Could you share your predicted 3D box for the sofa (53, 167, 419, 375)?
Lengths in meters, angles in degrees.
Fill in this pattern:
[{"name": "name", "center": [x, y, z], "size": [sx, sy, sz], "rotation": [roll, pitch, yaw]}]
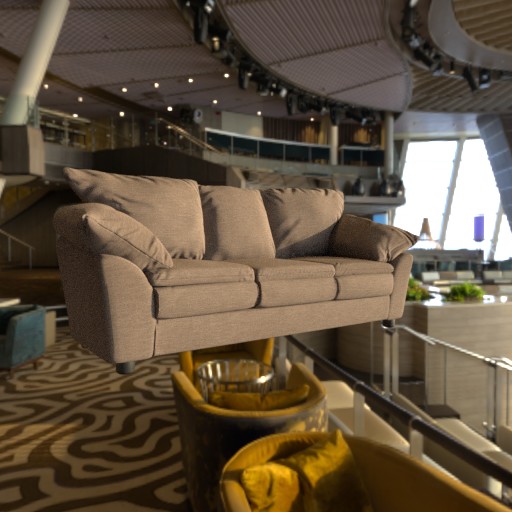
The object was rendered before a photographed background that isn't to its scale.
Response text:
[{"name": "sofa", "center": [0.000, 0.000, 2.881], "size": [2.390, 1.043, 0.927], "rotation": [-1, 2, -36]}]
